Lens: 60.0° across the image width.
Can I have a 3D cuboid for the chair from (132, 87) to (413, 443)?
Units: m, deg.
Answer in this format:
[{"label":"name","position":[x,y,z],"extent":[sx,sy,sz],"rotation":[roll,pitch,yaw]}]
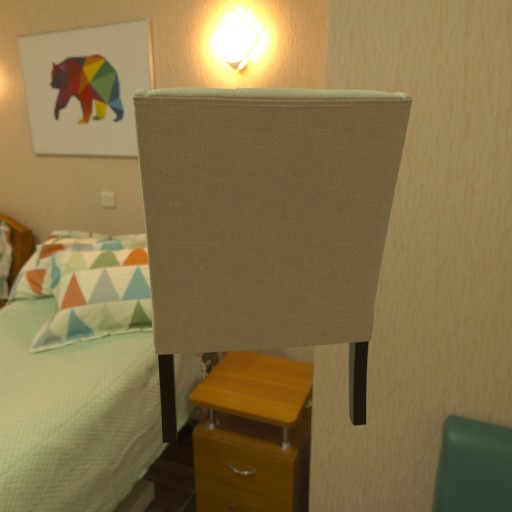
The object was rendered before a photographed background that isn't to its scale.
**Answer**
[{"label":"chair","position":[0.000,0.000,1.274],"extent":[0.569,0.853,0.676],"rotation":[-2,16,-8]}]
